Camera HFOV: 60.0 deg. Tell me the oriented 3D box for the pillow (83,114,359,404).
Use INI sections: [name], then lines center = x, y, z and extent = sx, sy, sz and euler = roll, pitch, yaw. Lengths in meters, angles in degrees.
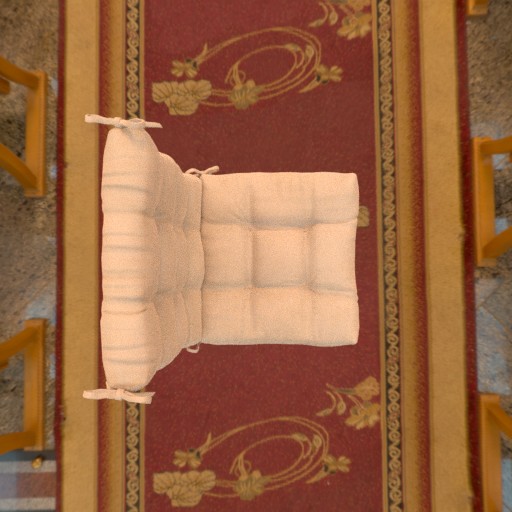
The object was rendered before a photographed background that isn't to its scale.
[pillow]
center = 0.000, 0.000, 1.008
extent = 0.571, 0.605, 0.519
euler = 0, 89, 0
